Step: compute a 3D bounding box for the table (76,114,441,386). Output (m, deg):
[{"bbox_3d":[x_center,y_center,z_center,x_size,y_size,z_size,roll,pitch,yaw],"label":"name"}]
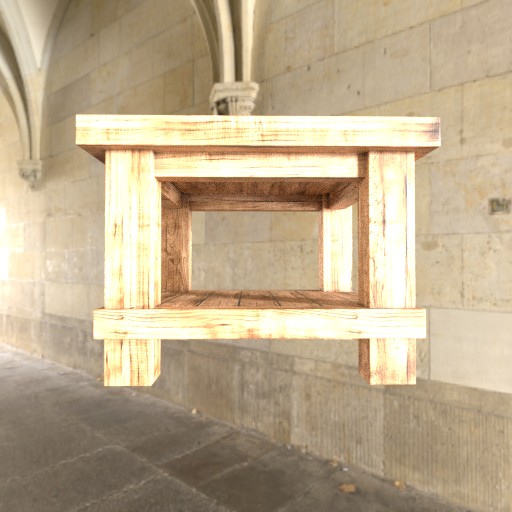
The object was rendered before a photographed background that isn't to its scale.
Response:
[{"bbox_3d":[0.000,0.000,1.040,0.610,0.457,0.610,0,-1,-1],"label":"table"}]
